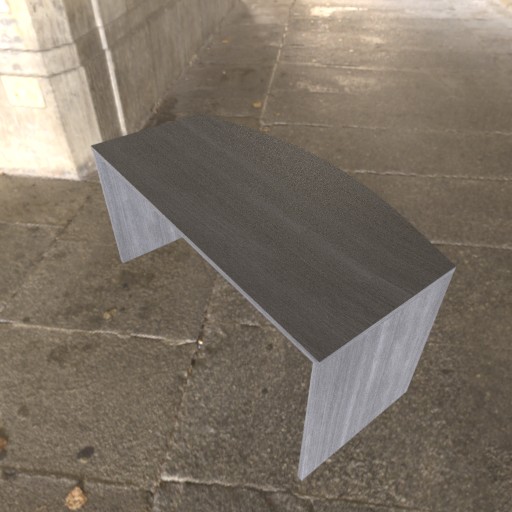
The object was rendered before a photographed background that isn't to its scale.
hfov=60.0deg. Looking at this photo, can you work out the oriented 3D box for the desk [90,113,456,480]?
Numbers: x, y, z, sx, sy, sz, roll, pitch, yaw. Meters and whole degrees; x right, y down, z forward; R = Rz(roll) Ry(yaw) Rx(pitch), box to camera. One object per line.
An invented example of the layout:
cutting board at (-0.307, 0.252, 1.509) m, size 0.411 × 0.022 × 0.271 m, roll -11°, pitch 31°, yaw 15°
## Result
desk at (0.000, 0.000, 2.108) m, size 0.802 × 0.750 × 1.600 m, roll -27°, pitch 47°, yaw -28°
